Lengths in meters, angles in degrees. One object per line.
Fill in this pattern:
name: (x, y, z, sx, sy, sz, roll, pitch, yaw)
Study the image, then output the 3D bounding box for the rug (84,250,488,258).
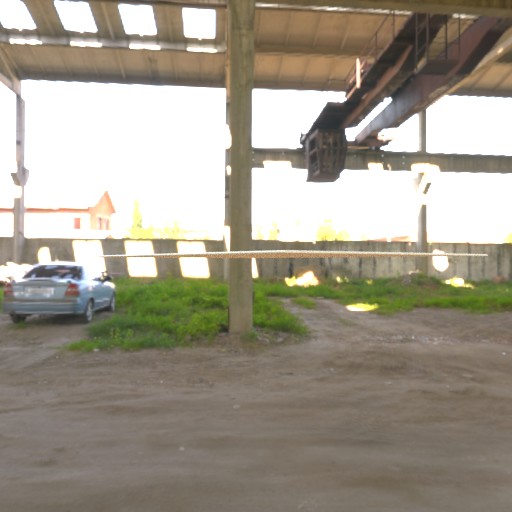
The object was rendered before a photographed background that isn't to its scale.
rug: (0.000, 0.000, 2.333, 1.225, 0.008, 1.827, 1, -1, -38)
